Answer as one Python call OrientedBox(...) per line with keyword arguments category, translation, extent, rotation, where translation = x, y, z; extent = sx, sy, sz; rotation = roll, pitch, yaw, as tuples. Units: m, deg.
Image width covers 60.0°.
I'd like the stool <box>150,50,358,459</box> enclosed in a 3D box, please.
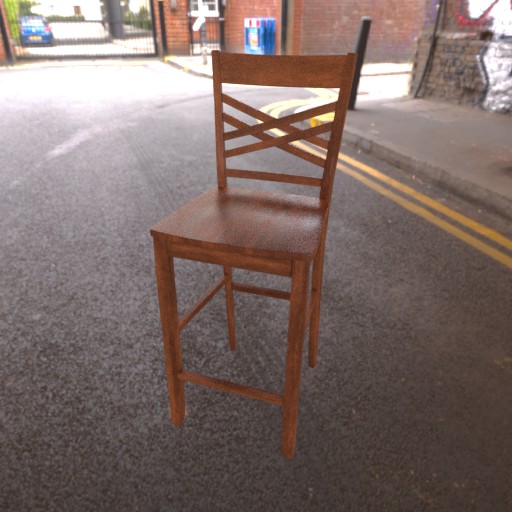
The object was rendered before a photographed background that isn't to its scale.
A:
OrientedBox(category="stool", translation=(0.000, 0.000, 1.343), extent=(0.433, 1.105, 0.487), rotation=(9, 29, 17))
